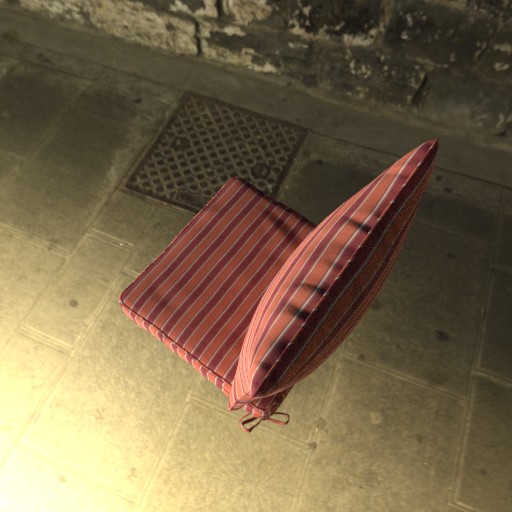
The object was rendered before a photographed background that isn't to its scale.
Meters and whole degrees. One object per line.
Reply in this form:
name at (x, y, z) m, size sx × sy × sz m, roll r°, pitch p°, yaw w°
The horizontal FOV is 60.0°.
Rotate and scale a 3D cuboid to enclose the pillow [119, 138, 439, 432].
pillow at (0.000, 0.000, 1.364) m, size 0.733 × 0.723 × 0.799 m, roll 33°, pitch 67°, yaw 16°
